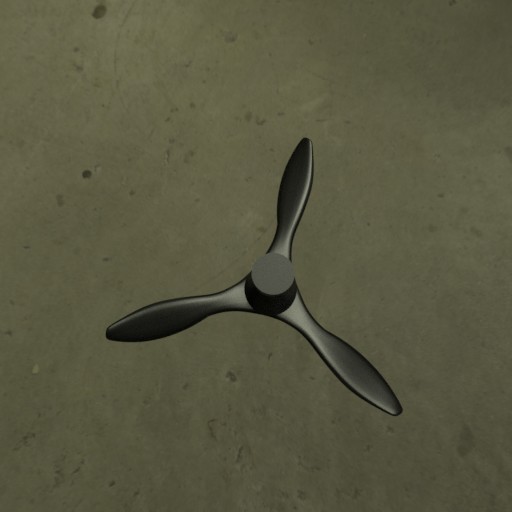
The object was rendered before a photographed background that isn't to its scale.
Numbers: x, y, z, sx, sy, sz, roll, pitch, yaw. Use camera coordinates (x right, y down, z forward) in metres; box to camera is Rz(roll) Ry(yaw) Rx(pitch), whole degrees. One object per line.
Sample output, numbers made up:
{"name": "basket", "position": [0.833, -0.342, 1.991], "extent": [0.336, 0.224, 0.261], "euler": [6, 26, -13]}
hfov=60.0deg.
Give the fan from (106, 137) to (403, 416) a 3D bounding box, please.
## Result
{"name": "fan", "position": [0.000, 0.000, 1.604], "extent": [1.067, 0.305, 1.067], "euler": [2, 75, 1]}
